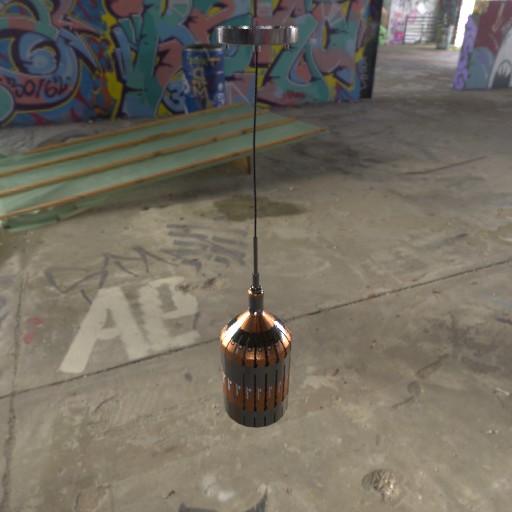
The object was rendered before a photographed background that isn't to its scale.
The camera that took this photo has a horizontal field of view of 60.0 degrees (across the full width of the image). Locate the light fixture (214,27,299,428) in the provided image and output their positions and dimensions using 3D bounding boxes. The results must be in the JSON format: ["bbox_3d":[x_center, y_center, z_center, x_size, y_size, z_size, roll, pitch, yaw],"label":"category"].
[{"bbox_3d":[0.000,0.000,1.672,0.303,1.535,0.303,0,29,0],"label":"light fixture"}]
